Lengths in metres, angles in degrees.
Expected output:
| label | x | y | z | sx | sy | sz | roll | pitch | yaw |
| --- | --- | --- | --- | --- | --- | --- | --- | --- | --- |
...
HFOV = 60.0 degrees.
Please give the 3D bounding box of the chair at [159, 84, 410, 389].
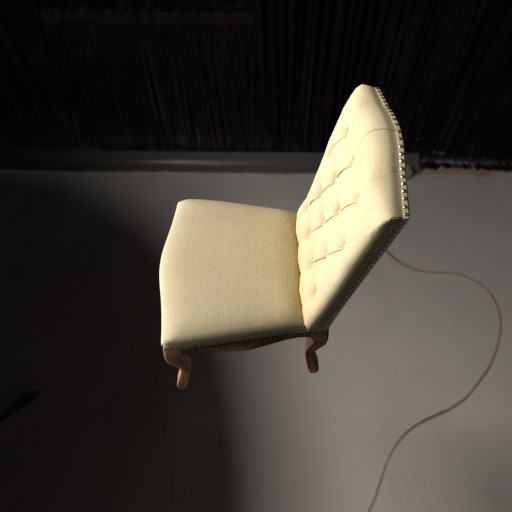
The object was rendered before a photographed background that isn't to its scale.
| label | x | y | z | sx | sy | sz | roll | pitch | yaw |
| --- | --- | --- | --- | --- | --- | --- | --- | --- | --- |
| chair | 0.000 | 0.000 | 1.566 | 0.715 | 1.165 | 0.623 | 0 | 58 | 0 |
